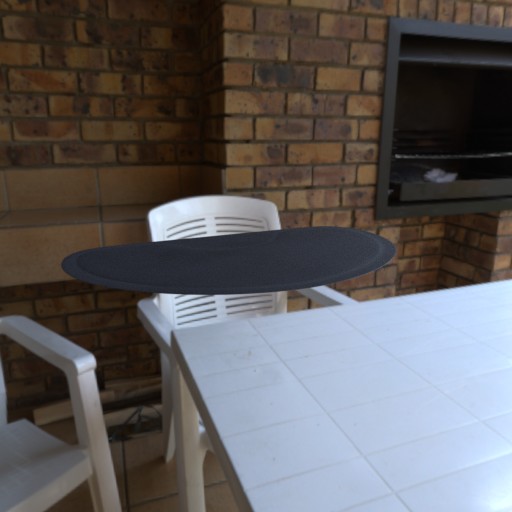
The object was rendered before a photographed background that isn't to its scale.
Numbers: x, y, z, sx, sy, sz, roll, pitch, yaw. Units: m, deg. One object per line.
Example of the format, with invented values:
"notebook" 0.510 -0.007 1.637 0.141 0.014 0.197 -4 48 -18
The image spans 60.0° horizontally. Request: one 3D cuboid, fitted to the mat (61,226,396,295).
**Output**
"mat" 0.000 0.000 1.902 1.524 0.013 0.913 -7 16 -24
